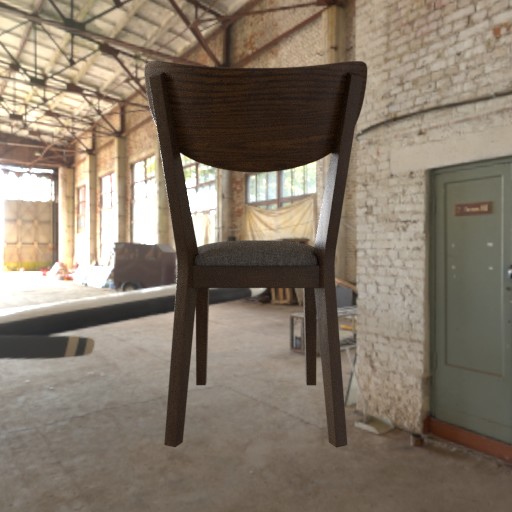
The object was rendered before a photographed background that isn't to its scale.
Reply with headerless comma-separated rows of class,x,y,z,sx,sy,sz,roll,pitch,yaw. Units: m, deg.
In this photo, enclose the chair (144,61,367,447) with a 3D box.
chair,0.000,0.000,1.183,0.491,0.849,0.583,0,0,0
